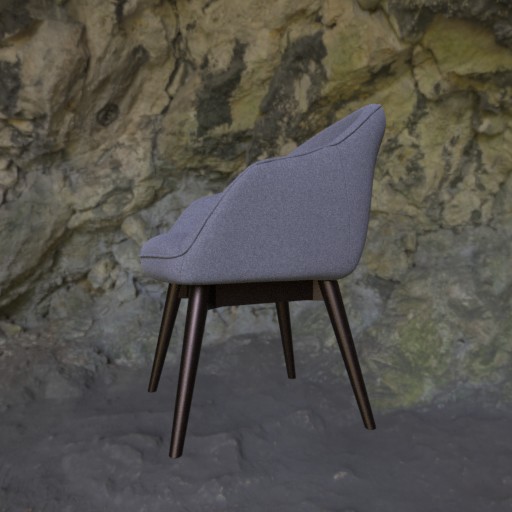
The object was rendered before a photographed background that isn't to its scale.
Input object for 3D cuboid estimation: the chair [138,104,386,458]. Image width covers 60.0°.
[{"bbox_3d":[0.000,0.000,1.197,0.611,0.810,0.589,0,0,-19],"label":"chair"}]
